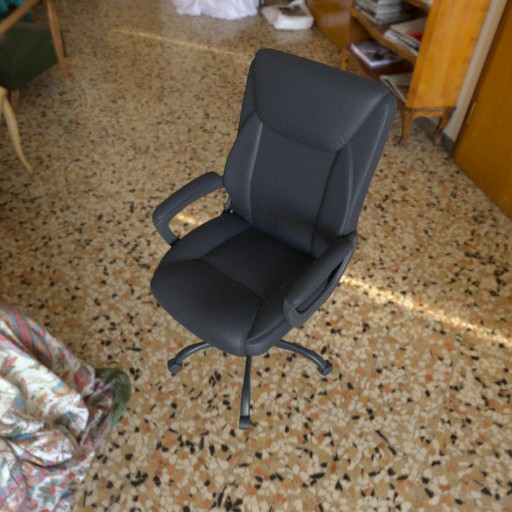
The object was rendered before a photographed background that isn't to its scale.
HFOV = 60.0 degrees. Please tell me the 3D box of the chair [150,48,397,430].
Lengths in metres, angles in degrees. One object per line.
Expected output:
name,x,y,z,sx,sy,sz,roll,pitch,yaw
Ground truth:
chair,0.000,0.000,1.445,0.615,1.072,0.655,31,53,26
